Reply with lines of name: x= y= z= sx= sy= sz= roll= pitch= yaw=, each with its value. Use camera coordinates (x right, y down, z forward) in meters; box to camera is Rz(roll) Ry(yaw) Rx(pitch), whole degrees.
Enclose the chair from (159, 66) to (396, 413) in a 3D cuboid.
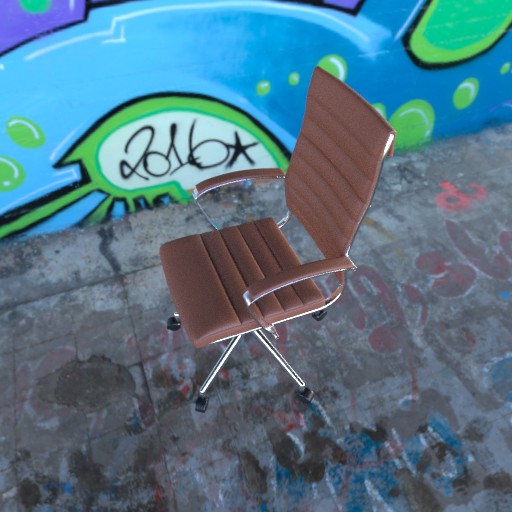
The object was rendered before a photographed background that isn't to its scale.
chair: x=0.000 y=0.000 z=1.656 sx=0.739 sy=1.149 sz=0.766 roll=-16 pitch=49 yaw=-15
